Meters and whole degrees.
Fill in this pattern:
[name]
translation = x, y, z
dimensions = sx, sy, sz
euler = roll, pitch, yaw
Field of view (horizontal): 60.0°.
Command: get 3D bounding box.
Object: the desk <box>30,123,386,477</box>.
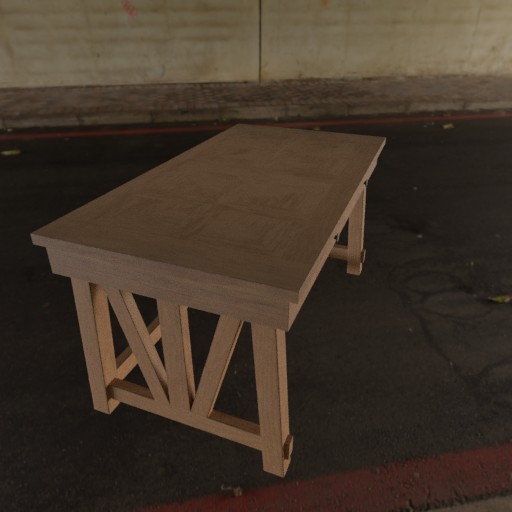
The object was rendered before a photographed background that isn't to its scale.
[desk]
translation = 0.000, 0.000, 1.949
dimensions = 0.813, 0.762, 1.499
euler = 11, 31, 19
